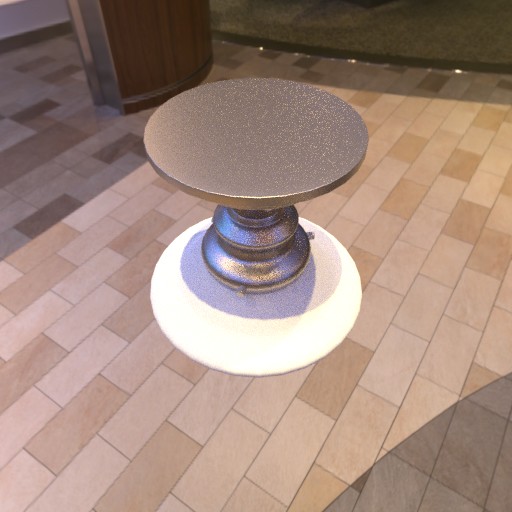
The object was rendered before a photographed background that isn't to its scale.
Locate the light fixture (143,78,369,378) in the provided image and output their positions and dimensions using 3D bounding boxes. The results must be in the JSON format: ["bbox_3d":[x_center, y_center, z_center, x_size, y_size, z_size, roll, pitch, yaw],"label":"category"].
[{"bbox_3d":[0.000,0.000,0.394,0.199,0.254,0.199,0,46,0],"label":"light fixture"}]
